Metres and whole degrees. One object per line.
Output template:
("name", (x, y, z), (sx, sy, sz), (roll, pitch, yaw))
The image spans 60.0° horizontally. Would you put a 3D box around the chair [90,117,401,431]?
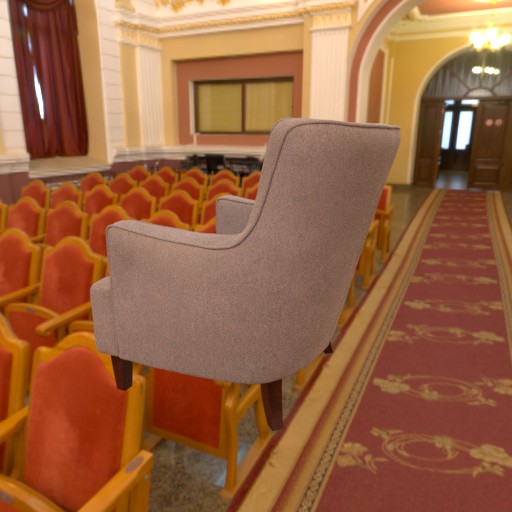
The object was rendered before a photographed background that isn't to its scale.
("chair", (0.000, 0.000, 1.582), (0.910, 0.919, 0.781), (7, 17, 25))
